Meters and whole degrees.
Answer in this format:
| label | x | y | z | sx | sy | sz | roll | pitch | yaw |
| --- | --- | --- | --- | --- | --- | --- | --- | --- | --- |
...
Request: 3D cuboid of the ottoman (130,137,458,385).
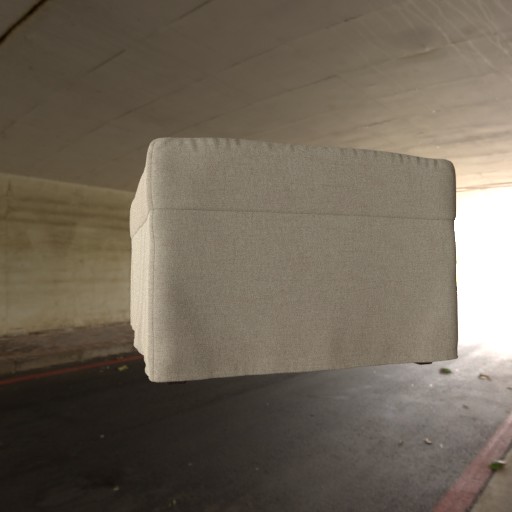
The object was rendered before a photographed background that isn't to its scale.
| label | x | y | z | sx | sy | sz | roll | pitch | yaw |
| --- | --- | --- | --- | --- | --- | --- | --- | --- | --- |
| ottoman | 0.000 | 0.000 | 1.223 | 0.650 | 0.485 | 0.833 | 1 | -2 | -18 |
